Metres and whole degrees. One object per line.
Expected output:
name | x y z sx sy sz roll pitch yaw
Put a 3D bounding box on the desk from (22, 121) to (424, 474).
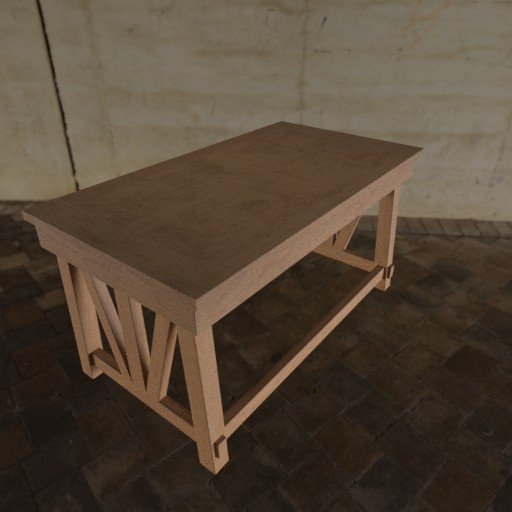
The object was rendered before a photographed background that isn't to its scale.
desk | 0.000 0.000 1.964 0.813 0.762 1.499 22 37 32
